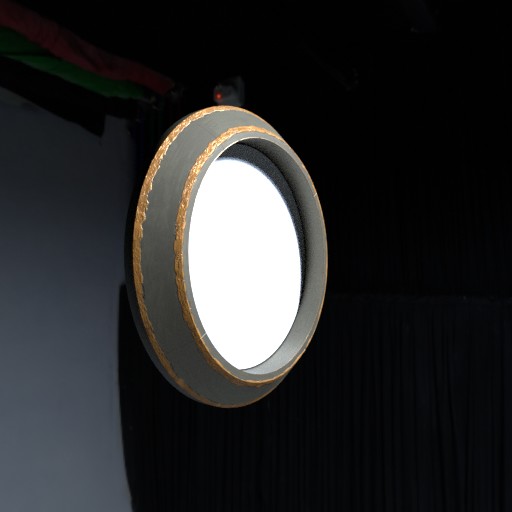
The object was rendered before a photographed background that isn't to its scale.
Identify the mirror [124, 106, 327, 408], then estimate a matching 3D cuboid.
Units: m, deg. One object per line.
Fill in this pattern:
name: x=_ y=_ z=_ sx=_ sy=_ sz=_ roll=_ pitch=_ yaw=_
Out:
mirror: x=0.000 y=0.000 z=1.369 sx=0.111 sy=0.907 sz=0.907 roll=-2 pitch=-3 yaw=36
